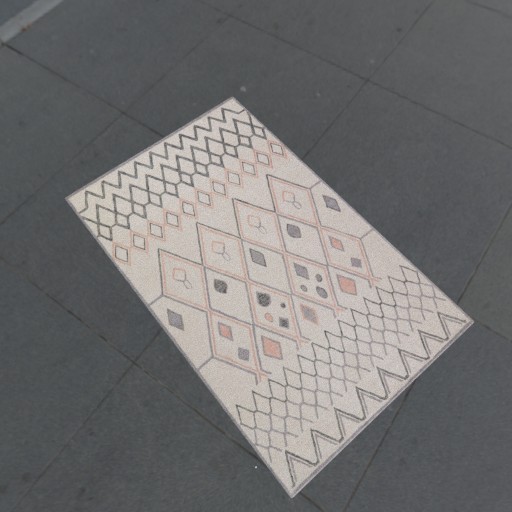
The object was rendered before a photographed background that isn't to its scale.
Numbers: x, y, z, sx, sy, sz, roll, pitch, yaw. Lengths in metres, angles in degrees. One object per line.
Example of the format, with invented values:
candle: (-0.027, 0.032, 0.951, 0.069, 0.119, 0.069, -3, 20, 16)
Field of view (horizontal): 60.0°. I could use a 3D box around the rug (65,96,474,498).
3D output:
rug: (0.000, 0.000, 2.963, 1.524, 0.015, 2.438, -37, 70, -16)
